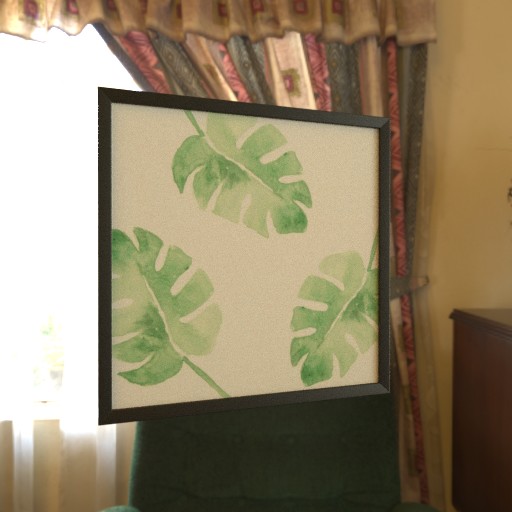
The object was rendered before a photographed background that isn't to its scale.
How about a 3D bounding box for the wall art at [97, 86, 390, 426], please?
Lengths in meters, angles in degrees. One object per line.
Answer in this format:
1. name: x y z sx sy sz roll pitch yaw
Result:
1. wall art: 0.000 0.000 0.756 0.508 0.508 0.036 0 0 -18
